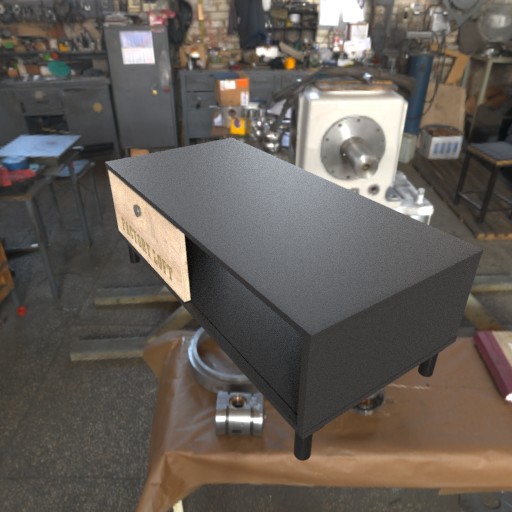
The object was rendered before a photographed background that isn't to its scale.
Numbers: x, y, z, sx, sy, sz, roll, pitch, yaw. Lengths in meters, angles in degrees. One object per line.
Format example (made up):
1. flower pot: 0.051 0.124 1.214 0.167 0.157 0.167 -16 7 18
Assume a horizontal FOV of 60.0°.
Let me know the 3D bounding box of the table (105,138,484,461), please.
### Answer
1. table: 0.000 0.000 1.391 0.550 0.400 1.100 -20 36 -29
